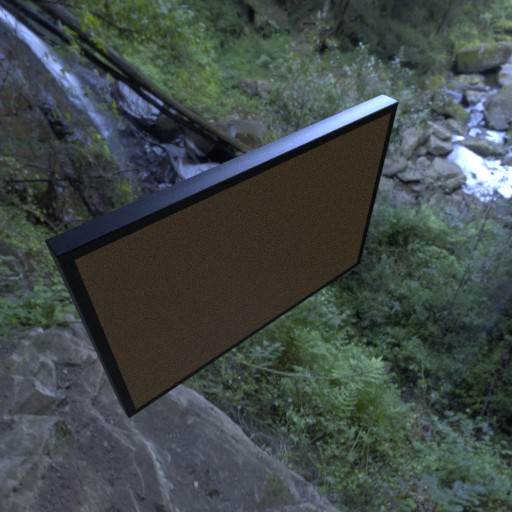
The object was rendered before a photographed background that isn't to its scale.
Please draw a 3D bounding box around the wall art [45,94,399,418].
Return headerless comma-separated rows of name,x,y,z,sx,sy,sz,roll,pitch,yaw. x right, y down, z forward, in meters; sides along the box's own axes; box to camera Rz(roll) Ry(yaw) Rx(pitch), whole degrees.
wall art,0.000,0.000,0.789,0.610,0.409,0.038,-30,52,-26
